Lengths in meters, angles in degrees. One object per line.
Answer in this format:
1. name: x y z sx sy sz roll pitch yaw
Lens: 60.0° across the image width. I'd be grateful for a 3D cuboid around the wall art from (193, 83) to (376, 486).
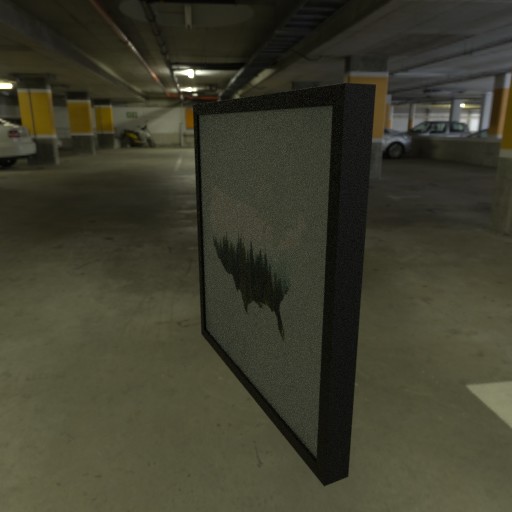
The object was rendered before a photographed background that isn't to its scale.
1. wall art: 0.000 0.000 0.755 0.040 0.509 0.509 -8 18 -25
